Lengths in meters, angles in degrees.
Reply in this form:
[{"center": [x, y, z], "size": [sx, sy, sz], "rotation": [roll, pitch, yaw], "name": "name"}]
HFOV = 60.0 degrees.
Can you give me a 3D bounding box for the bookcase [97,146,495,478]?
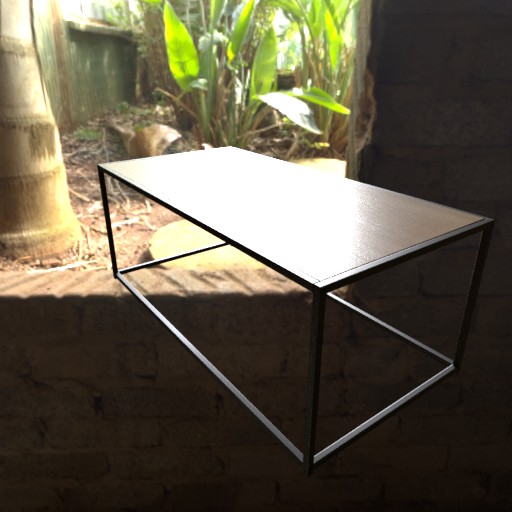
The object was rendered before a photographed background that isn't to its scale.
[{"center": [0.000, 0.000, 1.233], "size": [0.500, 0.400, 1.000], "rotation": [-17, 29, -33], "name": "bookcase"}]
